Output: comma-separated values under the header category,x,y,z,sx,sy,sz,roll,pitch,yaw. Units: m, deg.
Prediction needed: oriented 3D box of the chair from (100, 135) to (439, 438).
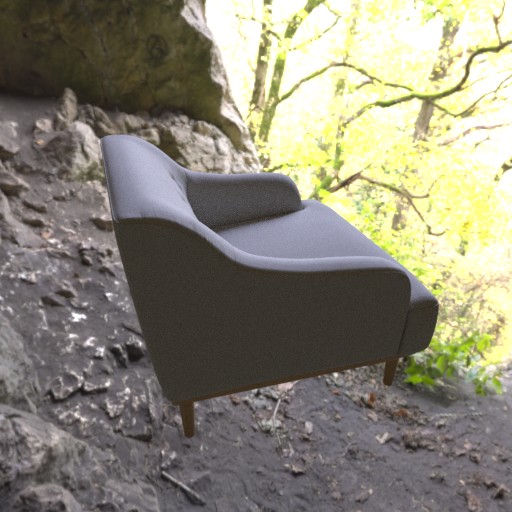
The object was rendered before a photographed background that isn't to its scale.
category,x,y,z,sx,sy,sz,roll,pitch,yaw
chair,0.000,0.000,1.635,0.951,0.818,0.946,-10,31,-17
